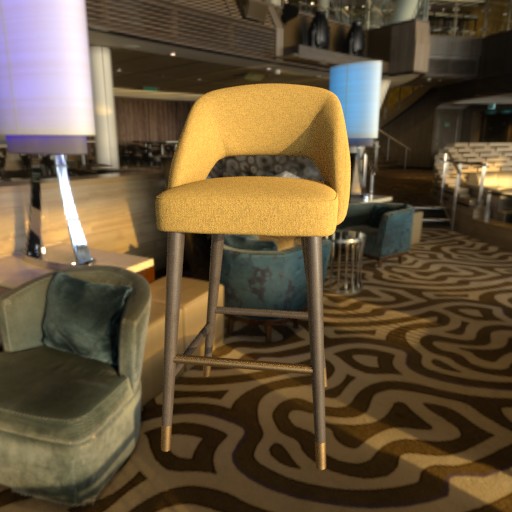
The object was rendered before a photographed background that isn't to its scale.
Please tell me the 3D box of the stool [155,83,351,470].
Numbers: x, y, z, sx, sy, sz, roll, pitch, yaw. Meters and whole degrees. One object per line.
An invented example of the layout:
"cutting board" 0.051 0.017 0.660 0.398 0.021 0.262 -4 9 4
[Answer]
"stool" 0.000 0.000 1.337 0.536 1.032 0.522 2 15 9
